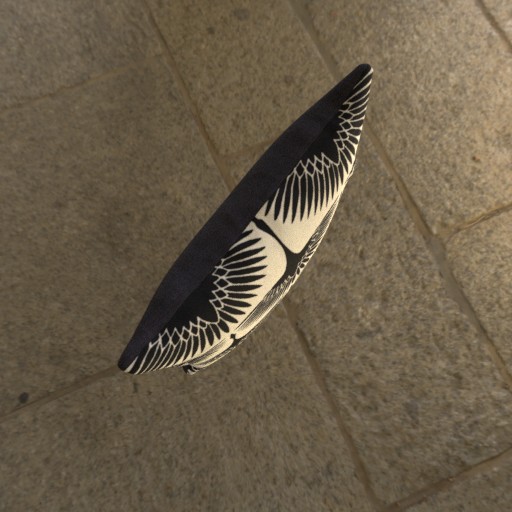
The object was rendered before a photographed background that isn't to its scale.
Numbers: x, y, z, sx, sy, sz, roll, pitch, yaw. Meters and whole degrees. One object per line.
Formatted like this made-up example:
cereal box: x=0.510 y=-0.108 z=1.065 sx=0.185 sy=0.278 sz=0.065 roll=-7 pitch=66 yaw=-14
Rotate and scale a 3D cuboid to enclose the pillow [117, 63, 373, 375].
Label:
pillow: x=0.000 y=0.000 z=0.671 sx=0.139 sy=0.432 sz=0.432 roll=36 pitch=78 yaw=9
